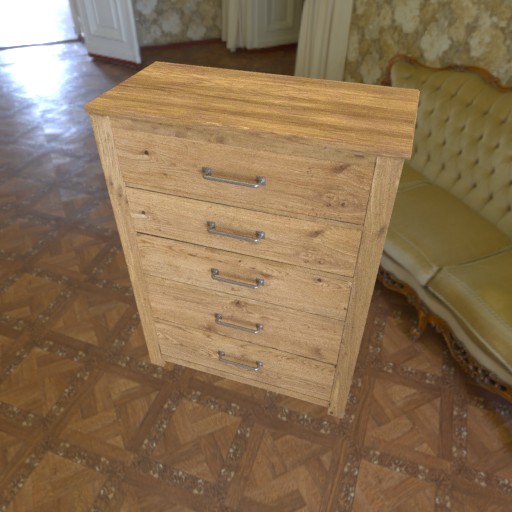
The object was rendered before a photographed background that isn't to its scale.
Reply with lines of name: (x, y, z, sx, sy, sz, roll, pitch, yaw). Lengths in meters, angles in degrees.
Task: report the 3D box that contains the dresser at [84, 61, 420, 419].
dresser: (0.000, 0.000, 2.009, 1.081, 1.431, 0.558, 12, 42, 14)
